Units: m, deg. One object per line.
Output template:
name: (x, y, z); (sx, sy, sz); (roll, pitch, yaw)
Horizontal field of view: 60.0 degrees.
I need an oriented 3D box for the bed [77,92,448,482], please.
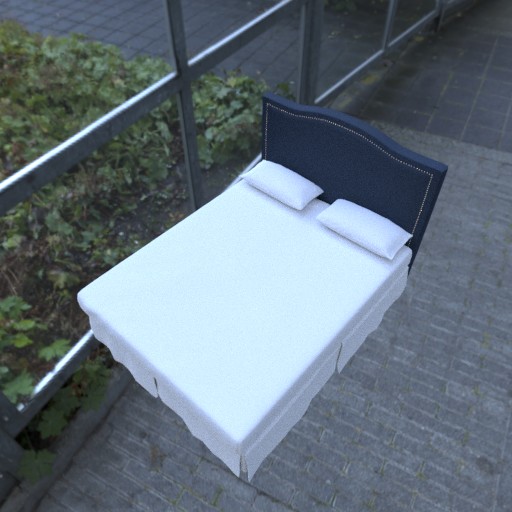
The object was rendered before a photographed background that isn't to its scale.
bed: (0.000, 0.000, 3.434); (1.821, 1.436, 2.282); (33, 55, 27)
